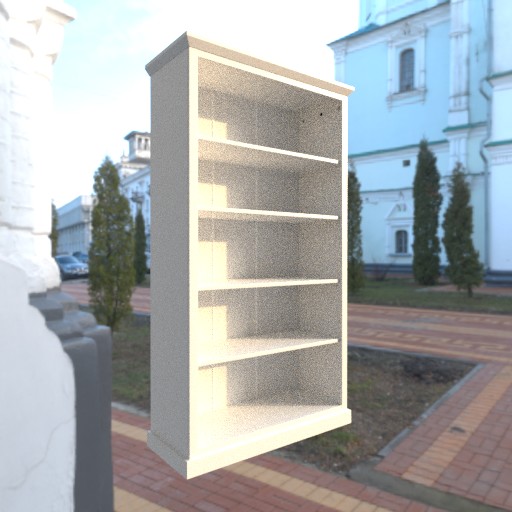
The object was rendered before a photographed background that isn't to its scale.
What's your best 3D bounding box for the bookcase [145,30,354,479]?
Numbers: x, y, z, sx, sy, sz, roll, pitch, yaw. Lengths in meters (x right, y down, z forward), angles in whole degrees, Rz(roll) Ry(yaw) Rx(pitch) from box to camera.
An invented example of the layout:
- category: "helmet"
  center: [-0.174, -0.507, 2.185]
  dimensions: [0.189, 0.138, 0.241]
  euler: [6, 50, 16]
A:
- category: "bookcase"
  center: [0.000, 0.000, 2.334]
  dimensions: [1.050, 1.880, 0.432]
  euler: [0, 0, -37]
